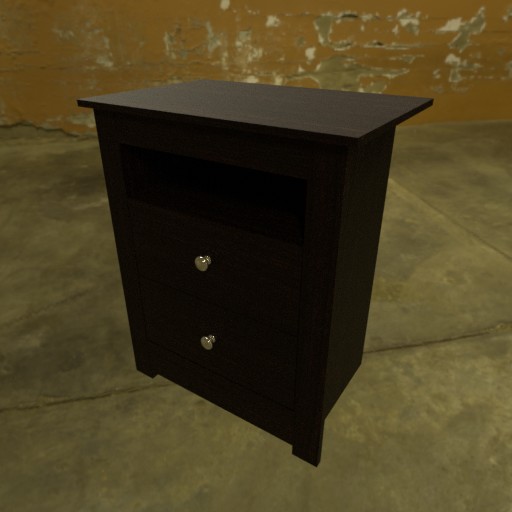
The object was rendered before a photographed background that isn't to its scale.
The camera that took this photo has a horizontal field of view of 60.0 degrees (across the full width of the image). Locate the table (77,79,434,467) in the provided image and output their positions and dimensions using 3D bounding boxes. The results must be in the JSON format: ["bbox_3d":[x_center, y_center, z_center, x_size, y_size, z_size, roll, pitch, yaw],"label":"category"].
[{"bbox_3d":[0.000,0.000,1.053,0.591,0.711,0.406,17,33,29],"label":"table"}]
